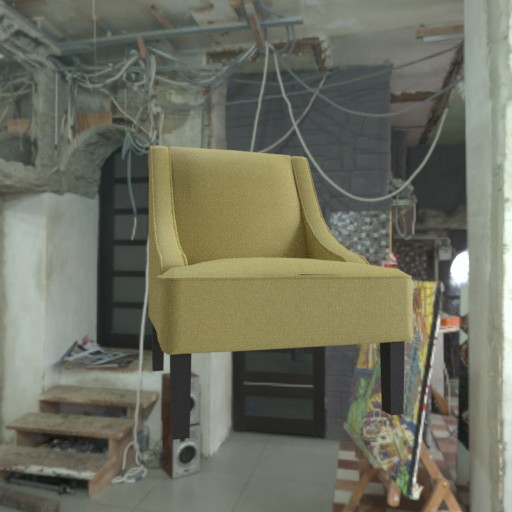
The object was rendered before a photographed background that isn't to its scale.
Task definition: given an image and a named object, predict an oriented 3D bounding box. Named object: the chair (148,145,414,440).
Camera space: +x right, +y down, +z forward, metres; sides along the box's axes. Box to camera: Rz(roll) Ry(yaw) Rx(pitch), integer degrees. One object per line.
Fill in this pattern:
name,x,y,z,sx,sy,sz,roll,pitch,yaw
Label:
chair,0.000,0.000,1.515,0.696,0.896,0.814,0,-1,-17
